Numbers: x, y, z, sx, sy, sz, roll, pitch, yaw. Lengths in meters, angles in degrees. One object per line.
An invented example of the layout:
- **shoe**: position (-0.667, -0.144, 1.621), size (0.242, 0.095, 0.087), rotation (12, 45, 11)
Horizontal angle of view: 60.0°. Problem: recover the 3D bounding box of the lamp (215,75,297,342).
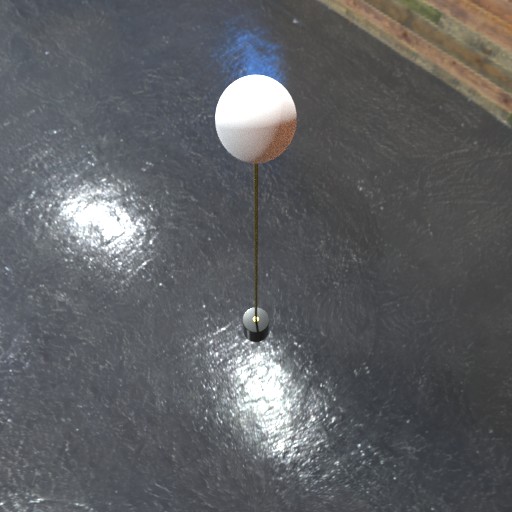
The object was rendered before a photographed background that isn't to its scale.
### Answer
- **lamp**: position (0.000, 0.000, 1.898), size (0.229, 1.748, 0.229), rotation (-33, 65, -18)
